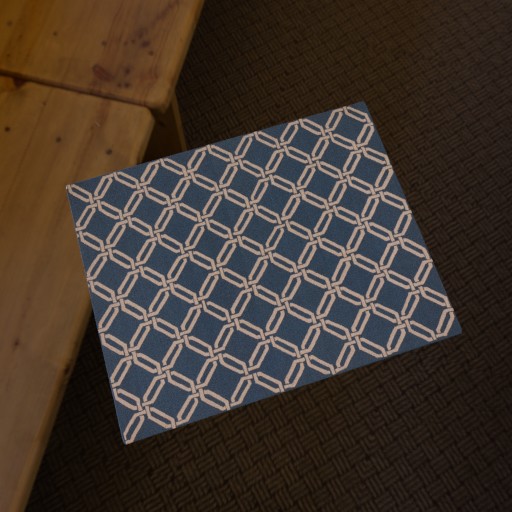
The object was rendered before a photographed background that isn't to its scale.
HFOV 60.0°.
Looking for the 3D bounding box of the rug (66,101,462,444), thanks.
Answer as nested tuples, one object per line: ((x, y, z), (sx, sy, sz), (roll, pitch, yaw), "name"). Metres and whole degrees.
((0.000, 0.000, 3.812), (2.867, 0.020, 2.277), (-17, 76, -4), "rug")
